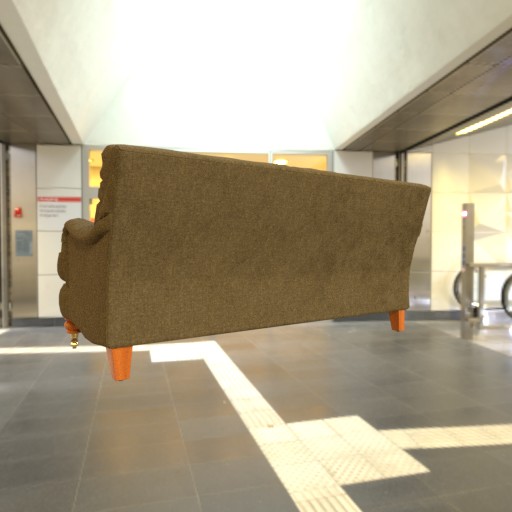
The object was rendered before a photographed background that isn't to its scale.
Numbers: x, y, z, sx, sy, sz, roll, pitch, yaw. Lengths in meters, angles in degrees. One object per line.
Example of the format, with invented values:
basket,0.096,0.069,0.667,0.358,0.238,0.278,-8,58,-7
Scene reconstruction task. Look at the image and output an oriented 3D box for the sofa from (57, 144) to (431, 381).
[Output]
sofa,0.000,0.000,2.775,2.160,1.054,1.087,-1,2,-35
